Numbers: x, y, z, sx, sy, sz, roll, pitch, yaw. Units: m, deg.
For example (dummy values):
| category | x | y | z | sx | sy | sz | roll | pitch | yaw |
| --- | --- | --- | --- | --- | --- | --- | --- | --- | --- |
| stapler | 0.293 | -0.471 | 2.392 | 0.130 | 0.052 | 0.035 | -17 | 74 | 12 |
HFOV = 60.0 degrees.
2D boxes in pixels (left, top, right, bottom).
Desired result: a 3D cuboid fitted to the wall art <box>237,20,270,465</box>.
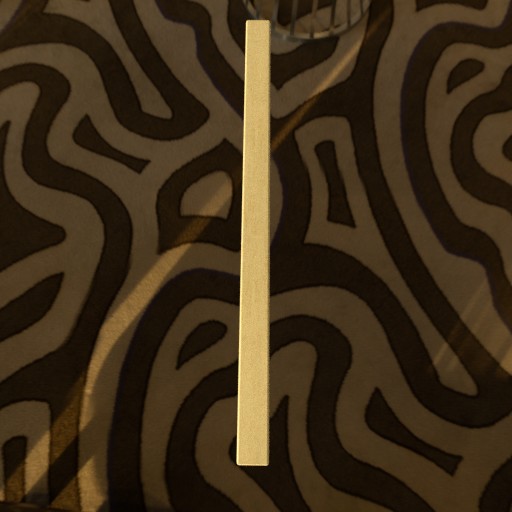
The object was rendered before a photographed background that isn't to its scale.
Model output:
| category | x | y | z | sx | sy | sz | roll | pitch | yaw |
| --- | --- | --- | --- | --- | --- | --- | --- | --- | --- |
| wall art | 0.000 | 0.000 | 0.690 | 0.032 | 0.381 | 0.533 | 1 | 74 | 0 |
